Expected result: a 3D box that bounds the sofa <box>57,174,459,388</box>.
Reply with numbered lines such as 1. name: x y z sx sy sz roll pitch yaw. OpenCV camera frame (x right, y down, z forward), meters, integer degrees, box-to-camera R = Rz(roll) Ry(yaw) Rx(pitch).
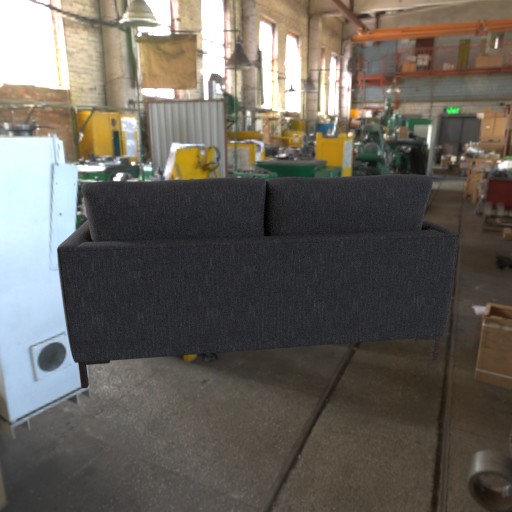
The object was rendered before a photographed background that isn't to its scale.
1. sofa: 0.000 0.000 2.280 1.716 0.862 0.866 -2 16 -8
